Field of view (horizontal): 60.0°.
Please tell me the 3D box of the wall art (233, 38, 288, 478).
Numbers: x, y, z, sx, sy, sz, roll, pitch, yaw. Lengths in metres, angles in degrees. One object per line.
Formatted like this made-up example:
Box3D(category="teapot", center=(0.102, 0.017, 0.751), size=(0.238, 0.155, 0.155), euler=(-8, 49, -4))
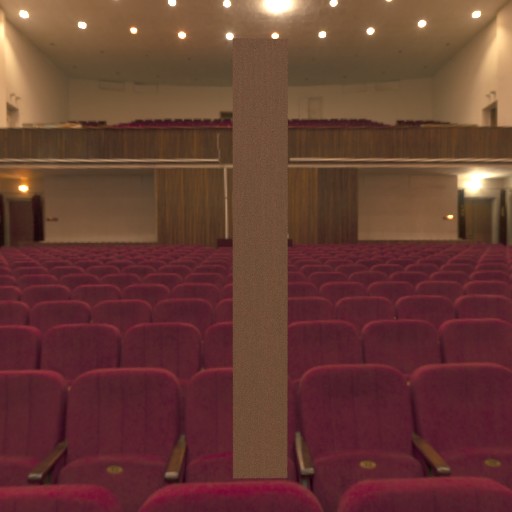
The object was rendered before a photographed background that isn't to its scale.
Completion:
Box3D(category="wall art", center=(0.000, 0.000, 0.458), size=(0.038, 0.303, 0.304), euler=(0, 1, -1))
